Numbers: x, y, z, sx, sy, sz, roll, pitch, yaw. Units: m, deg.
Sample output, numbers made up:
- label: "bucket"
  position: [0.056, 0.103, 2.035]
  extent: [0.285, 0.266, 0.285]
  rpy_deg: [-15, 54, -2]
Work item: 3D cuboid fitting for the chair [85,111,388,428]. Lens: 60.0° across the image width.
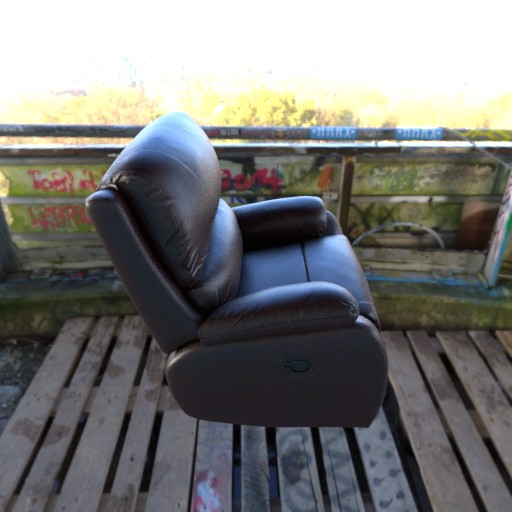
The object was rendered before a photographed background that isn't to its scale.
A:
- label: "chair"
  position: [0.000, 0.000, 1.720]
  extent: [0.899, 1.011, 0.930]
  rpy_deg: [0, 29, 0]
